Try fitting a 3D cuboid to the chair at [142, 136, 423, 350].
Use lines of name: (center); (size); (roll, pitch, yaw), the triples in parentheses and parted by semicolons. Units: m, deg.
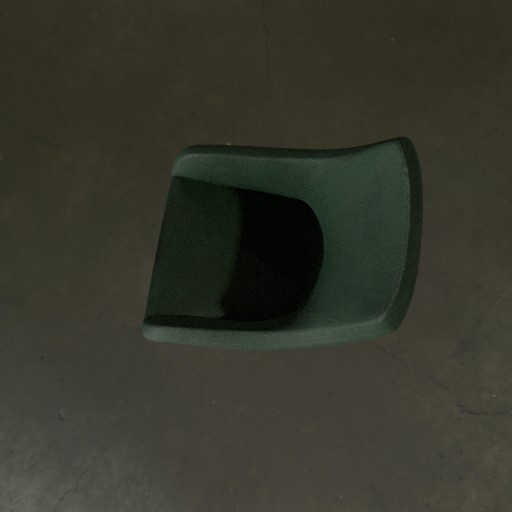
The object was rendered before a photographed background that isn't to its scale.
chair: (0.000, 0.000, 1.569); (0.794, 1.081, 0.683); (8, 77, 2)
